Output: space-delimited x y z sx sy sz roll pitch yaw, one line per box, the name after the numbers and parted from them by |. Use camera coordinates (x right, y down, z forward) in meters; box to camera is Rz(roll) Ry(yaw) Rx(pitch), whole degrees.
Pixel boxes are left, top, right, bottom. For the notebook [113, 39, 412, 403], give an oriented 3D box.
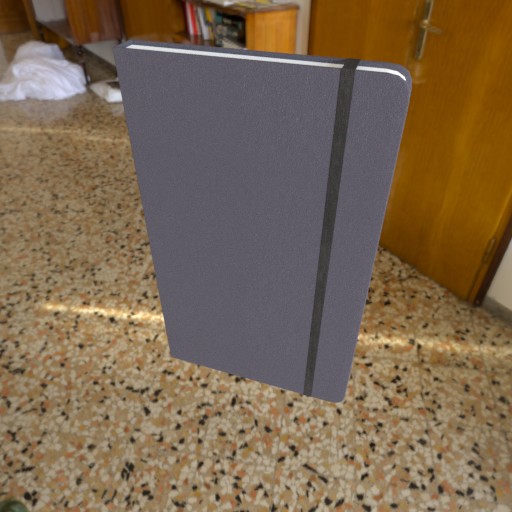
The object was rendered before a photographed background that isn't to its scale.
0.000 0.000 0.249 0.127 0.213 0.016 12 40 14 | notebook
